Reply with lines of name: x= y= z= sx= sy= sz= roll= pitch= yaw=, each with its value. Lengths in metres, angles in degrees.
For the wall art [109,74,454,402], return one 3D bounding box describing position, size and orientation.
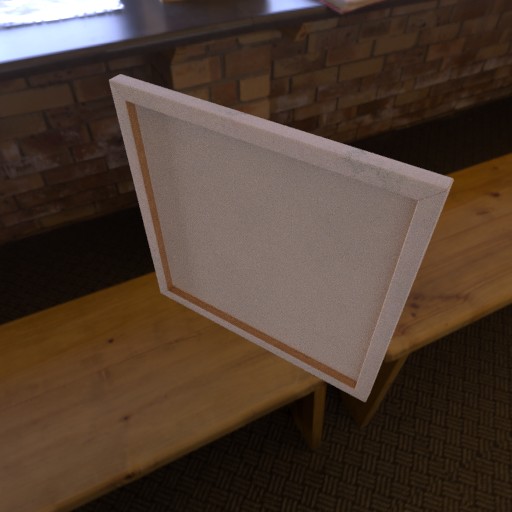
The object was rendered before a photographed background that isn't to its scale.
wall art: x=0.000 y=0.000 z=1.147 sx=0.762 sy=0.762 sz=0.038 roll=24 pitch=51 yaw=22
